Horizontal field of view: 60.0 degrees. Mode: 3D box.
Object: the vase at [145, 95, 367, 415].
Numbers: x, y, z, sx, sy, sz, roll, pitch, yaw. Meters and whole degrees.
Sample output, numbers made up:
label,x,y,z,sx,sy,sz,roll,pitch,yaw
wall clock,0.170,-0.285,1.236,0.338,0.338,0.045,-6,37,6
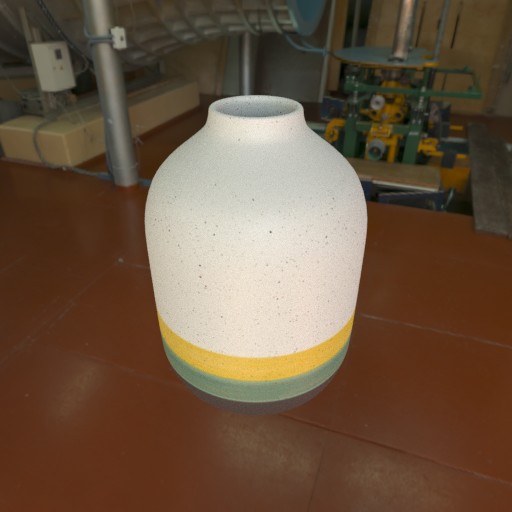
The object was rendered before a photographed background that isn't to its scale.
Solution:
label,x,y,z,sx,sy,sz,roll,pitch,yaw
vase,0.000,0.000,0.363,0.169,0.240,0.169,0,32,0
